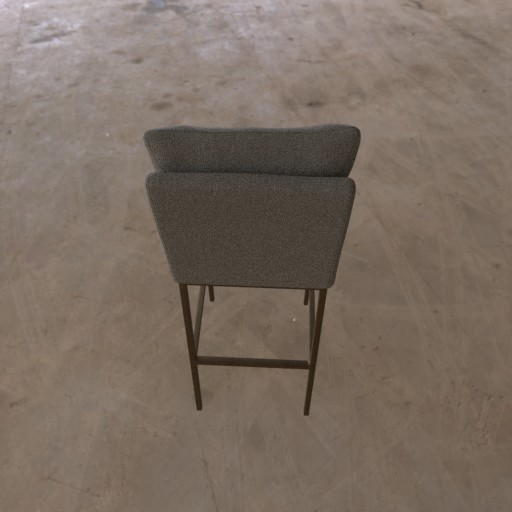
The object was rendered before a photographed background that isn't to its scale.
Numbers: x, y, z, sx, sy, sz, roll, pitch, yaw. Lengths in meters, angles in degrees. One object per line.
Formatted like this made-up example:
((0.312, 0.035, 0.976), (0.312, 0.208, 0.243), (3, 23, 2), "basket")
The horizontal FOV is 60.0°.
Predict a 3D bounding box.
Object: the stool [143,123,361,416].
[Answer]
((0.000, 0.000, 1.427), (0.463, 1.132, 0.569), (2, 46, 2), "stool")
